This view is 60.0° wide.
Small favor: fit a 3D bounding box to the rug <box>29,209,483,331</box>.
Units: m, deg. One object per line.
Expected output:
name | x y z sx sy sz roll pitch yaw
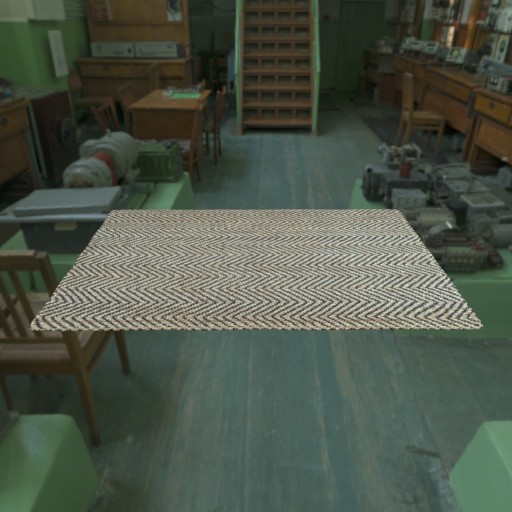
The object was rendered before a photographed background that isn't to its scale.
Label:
rug | 0.000 0.000 2.294 1.828 0.008 1.219 0 29 0
